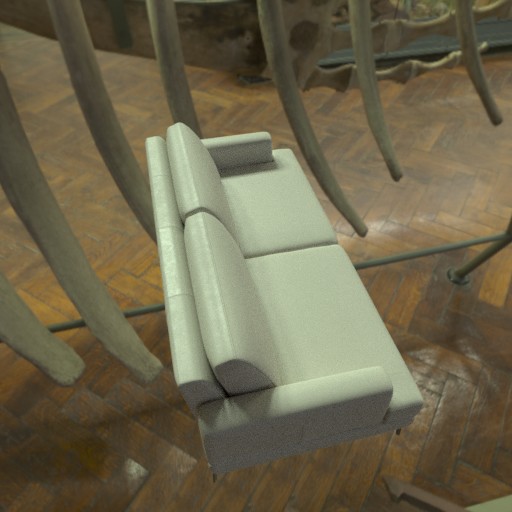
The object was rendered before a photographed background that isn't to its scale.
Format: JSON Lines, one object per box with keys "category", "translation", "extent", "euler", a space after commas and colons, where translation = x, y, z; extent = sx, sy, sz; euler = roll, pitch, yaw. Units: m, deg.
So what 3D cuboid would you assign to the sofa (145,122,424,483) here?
{"category": "sofa", "translation": [0.000, 0.000, 2.362], "extent": [0.974, 0.765, 1.940], "euler": [-10, 47, -9]}
